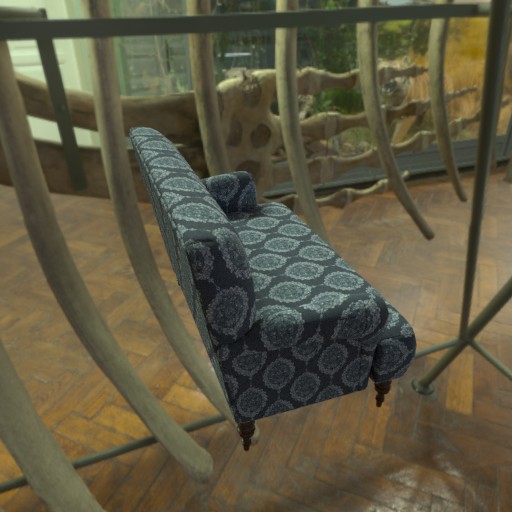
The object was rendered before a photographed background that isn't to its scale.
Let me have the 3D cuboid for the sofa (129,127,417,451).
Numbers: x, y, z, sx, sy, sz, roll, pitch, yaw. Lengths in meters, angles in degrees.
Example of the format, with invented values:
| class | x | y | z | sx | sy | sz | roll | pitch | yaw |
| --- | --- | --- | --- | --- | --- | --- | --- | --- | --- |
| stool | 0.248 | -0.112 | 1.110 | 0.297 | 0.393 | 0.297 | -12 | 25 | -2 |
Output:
| class | x | y | z | sx | sy | sz | roll | pitch | yaw |
| --- | --- | --- | --- | --- | --- | --- | --- | --- | --- |
| sofa | 0.000 | 0.000 | 1.828 | 0.779 | 0.867 | 1.297 | -11 | 32 | -18 |
